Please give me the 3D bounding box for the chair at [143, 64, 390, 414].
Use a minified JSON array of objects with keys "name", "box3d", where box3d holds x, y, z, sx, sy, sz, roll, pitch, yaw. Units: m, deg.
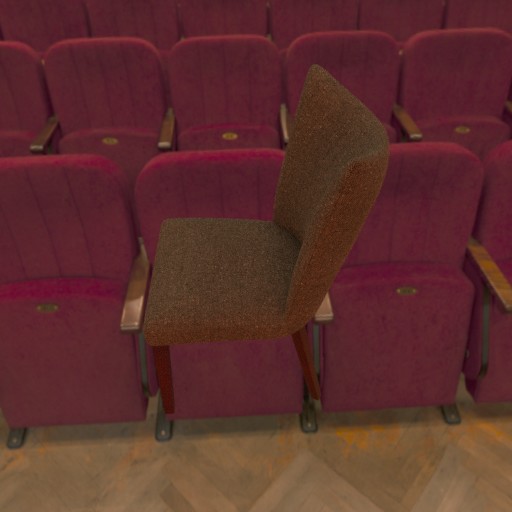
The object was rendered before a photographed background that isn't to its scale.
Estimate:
[{"name":"chair","box3d":[0.000,0.000,1.312,0.623,0.924,0.535,-2,42,-2]}]
